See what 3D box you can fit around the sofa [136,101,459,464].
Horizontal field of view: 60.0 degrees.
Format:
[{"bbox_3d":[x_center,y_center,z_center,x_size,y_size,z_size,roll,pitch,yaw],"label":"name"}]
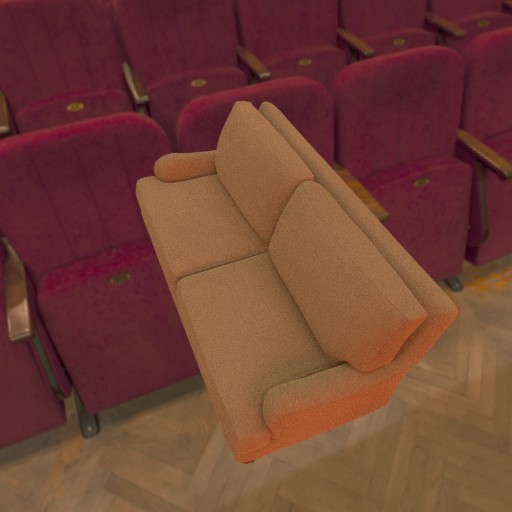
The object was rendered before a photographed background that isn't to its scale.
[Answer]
[{"bbox_3d":[0.000,0.000,2.701,1.091,0.997,2.070,-17,50,-15],"label":"sofa"}]
